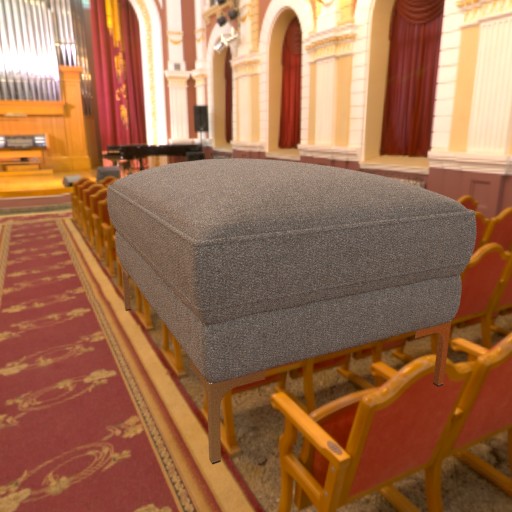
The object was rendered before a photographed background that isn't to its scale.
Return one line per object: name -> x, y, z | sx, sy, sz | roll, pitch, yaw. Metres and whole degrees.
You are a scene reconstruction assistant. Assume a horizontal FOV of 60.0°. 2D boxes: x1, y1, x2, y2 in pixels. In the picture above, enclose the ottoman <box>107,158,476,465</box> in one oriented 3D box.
ottoman -> 0.000, 0.000, 1.108 | 0.583, 0.464, 0.785 | -8, 17, -26
